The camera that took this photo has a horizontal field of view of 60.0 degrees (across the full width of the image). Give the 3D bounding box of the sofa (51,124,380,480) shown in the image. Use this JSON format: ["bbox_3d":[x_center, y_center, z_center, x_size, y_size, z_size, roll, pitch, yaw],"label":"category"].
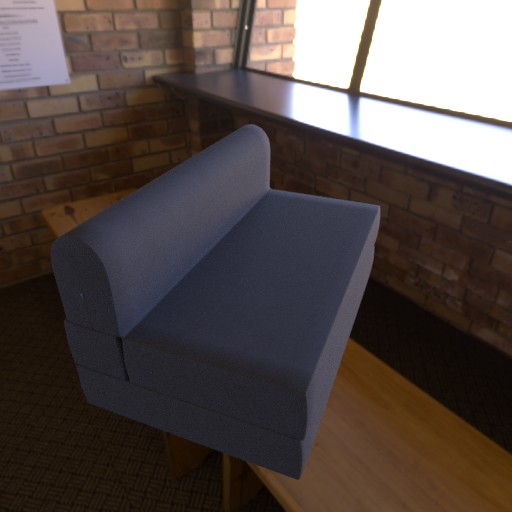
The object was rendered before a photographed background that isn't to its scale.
[{"bbox_3d":[0.000,0.000,1.679,0.762,0.660,1.219,12,33,19],"label":"sofa"}]
